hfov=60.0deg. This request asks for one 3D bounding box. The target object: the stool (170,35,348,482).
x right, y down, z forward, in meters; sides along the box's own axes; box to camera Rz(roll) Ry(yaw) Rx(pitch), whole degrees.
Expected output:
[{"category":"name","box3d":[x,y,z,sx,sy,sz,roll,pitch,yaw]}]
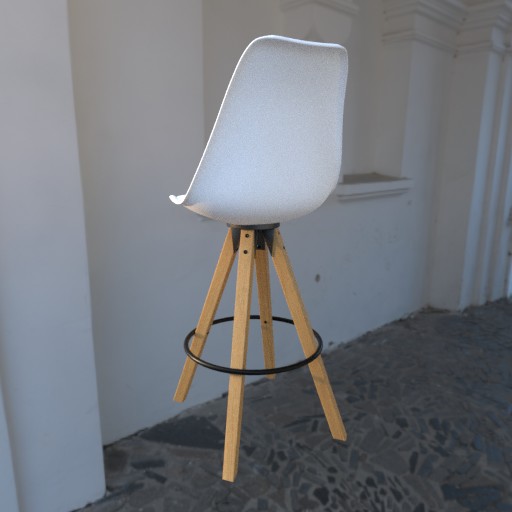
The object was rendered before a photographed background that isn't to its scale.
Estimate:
[{"category":"stool","box3d":[0.000,0.000,1.356,0.482,1.115,0.549,-7,14,-27]}]
